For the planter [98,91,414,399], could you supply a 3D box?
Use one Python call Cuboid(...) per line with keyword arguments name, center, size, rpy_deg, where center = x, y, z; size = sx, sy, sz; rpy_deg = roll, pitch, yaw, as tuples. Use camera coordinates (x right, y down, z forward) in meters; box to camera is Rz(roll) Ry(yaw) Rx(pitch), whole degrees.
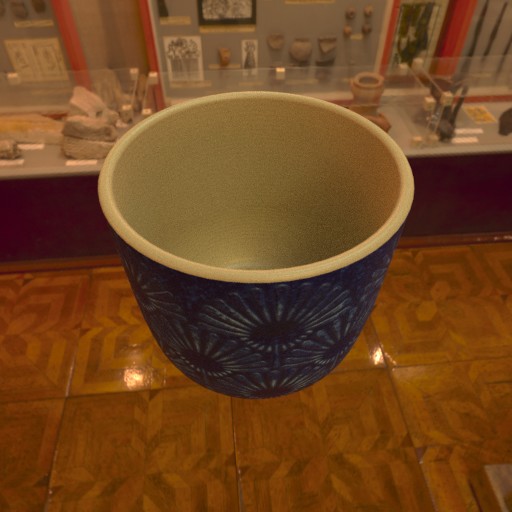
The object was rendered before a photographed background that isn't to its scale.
Cuboid(name="planter", center=(0.000, 0.000, 0.217), size=(0.124, 0.109, 0.124), rpy_deg=(0, 47, 0))
